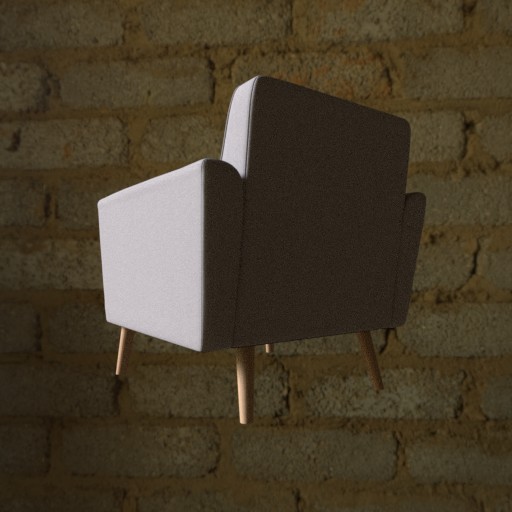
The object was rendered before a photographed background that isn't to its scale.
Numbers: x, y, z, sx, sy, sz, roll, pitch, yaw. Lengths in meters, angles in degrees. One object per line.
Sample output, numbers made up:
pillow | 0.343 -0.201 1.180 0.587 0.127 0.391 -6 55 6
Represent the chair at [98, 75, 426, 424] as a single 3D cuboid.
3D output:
chair | 0.000 0.000 1.395 0.780 0.780 0.750 1 -1 -36
